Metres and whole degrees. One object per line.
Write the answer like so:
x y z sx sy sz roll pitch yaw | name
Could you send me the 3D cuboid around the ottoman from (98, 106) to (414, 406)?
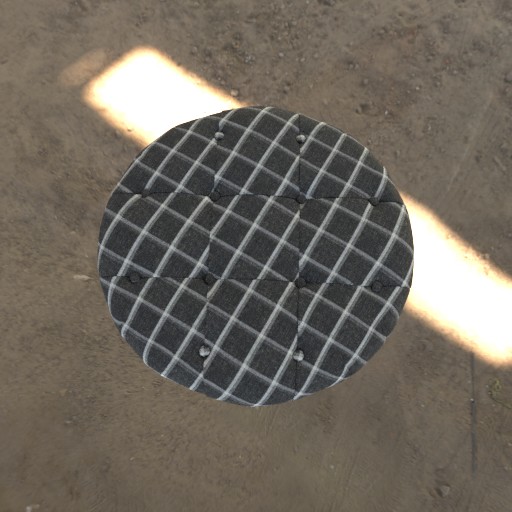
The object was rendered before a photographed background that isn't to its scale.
0.000 0.000 1.410 0.901 0.439 0.901 0 75 0 | ottoman
